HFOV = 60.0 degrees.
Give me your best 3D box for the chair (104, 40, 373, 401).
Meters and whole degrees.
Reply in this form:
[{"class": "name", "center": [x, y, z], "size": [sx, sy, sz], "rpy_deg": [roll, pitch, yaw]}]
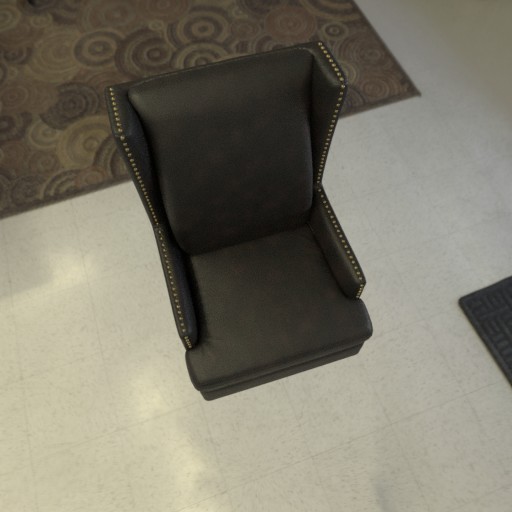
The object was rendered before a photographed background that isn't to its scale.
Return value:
[{"class": "chair", "center": [0.000, 0.000, 1.649], "size": [0.703, 1.142, 0.799], "rpy_deg": [-16, 65, -7]}]
